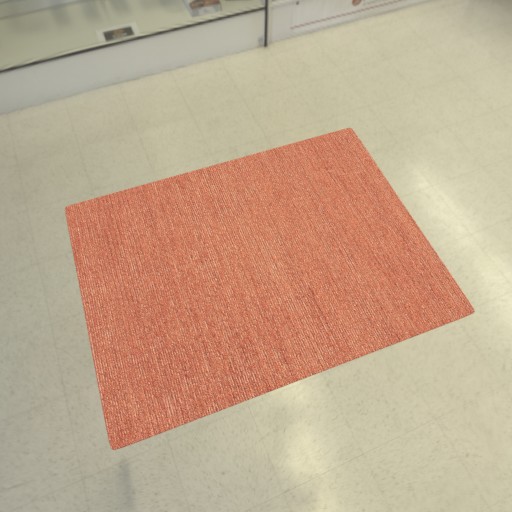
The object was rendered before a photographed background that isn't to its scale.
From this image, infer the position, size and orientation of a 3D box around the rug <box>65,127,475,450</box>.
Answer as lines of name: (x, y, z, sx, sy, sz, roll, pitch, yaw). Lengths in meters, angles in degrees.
rug: (0.000, 0.000, 2.736, 2.112, 0.009, 1.594, -18, 61, -10)
